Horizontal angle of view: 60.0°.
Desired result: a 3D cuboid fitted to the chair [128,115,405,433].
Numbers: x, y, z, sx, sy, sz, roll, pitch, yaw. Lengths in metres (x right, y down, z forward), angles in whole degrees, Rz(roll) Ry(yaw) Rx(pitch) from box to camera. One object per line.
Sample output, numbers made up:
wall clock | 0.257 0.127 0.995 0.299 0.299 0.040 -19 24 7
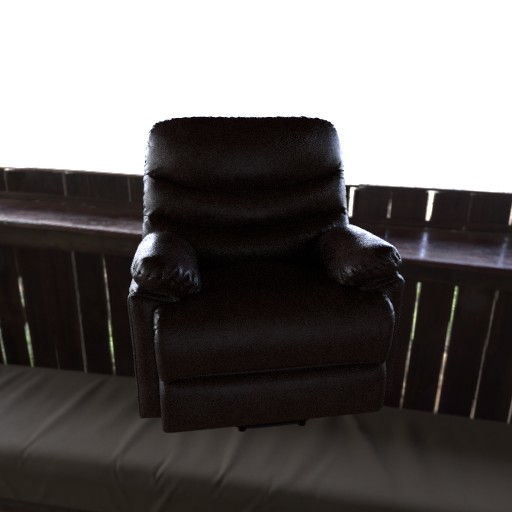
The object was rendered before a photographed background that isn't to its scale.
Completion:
chair | 0.000 0.000 1.724 0.940 1.041 0.879 -3 18 -8
